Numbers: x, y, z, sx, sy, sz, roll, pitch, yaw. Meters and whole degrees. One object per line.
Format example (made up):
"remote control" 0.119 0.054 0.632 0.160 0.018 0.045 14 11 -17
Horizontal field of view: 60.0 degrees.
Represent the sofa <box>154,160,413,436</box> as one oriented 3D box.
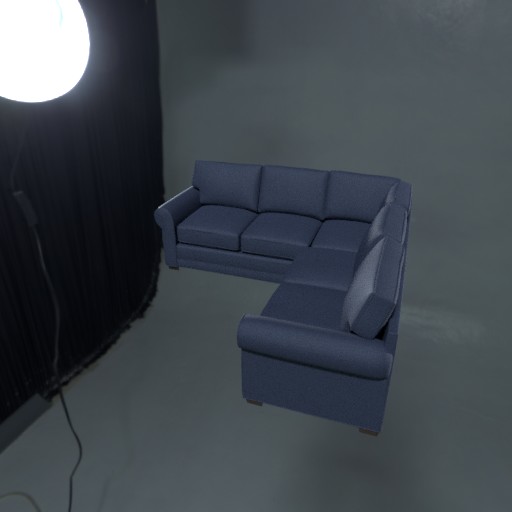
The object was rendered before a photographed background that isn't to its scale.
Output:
"sofa" 0.000 0.000 3.914 2.487 1.042 2.562 9 28 17
